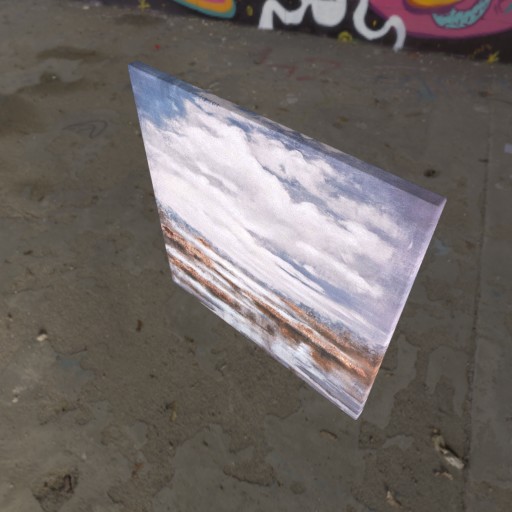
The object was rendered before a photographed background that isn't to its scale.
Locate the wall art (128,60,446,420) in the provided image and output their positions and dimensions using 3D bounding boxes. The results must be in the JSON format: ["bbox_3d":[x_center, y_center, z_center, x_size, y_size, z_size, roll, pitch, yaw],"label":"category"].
[{"bbox_3d":[0.000,0.000,1.315,0.888,0.897,0.035,33,55,27],"label":"wall art"}]
